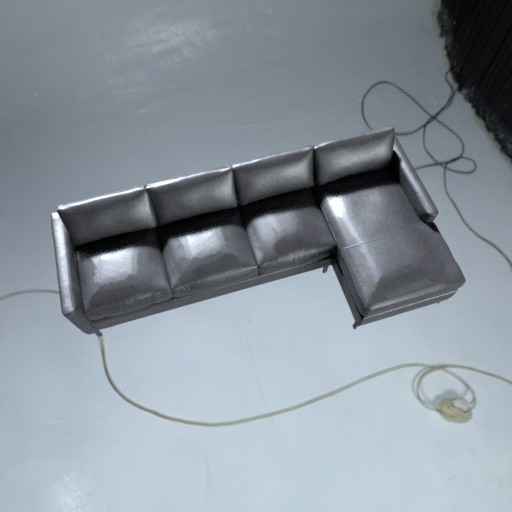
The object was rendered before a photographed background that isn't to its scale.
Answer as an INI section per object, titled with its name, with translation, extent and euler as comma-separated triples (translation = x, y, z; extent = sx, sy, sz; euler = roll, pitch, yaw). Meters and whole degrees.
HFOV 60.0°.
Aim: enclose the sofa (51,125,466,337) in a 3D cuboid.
[sofa]
translation = 0.000, 0.000, 3.584
extent = 2.993, 0.859, 1.471
euler = -15, 64, -8
